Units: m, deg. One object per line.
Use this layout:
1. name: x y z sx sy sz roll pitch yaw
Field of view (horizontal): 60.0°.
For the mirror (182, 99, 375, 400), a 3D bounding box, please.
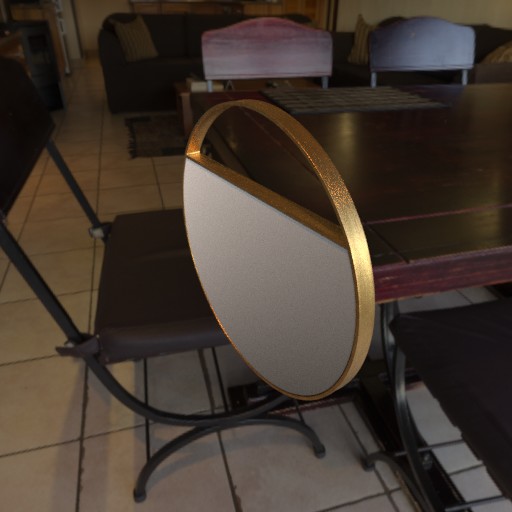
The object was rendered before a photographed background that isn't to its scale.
1. mirror: 0.000 0.000 0.849 0.032 0.565 0.565 -19 35 -29
